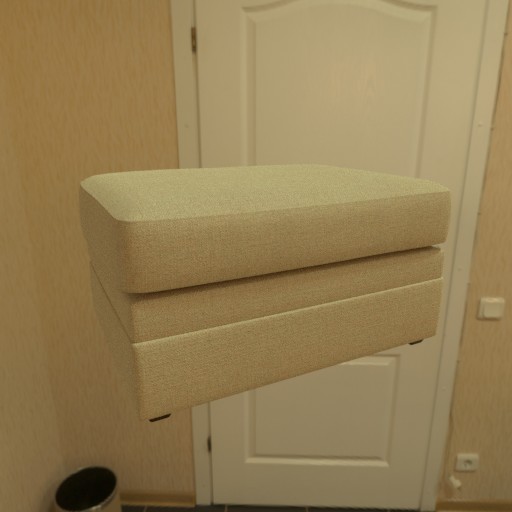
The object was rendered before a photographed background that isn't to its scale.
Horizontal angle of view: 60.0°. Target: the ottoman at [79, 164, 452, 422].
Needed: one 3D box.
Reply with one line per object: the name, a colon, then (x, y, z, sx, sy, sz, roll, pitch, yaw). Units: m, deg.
ottoman: (0.000, 0.000, 1.267, 0.885, 0.478, 0.637, -8, 19, -26)
